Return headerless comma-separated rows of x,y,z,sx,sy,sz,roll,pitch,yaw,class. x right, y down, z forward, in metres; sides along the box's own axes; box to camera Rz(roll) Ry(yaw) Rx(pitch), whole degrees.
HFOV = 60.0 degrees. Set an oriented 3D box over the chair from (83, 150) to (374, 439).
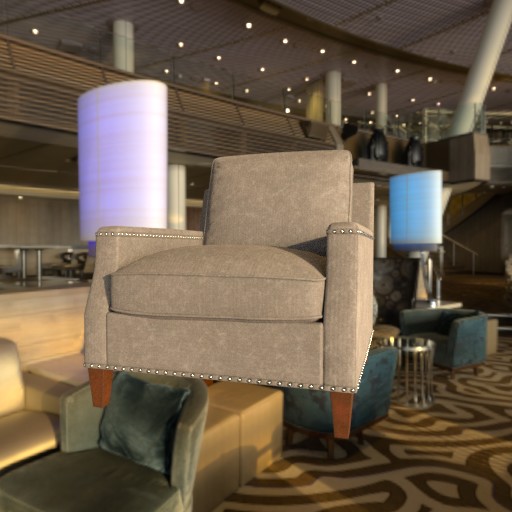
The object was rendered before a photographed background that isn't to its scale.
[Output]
0.000,0.000,1.718,0.853,0.948,1.014,0,1,17,chair
